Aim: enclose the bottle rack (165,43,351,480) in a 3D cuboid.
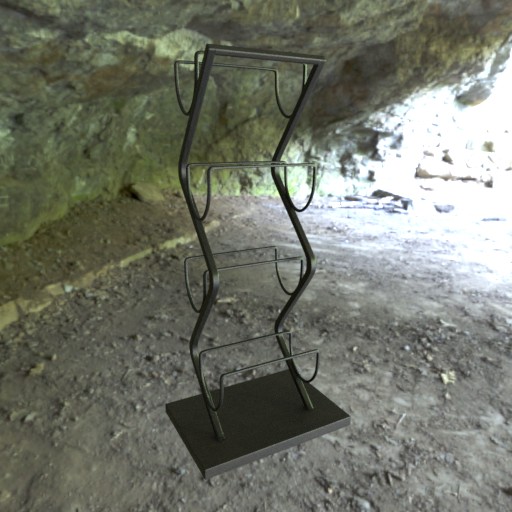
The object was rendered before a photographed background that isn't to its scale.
[{"bbox_3d":[0.000,0.000,0.666,0.254,0.559,0.178,-8,17,-27],"label":"bottle rack"}]
